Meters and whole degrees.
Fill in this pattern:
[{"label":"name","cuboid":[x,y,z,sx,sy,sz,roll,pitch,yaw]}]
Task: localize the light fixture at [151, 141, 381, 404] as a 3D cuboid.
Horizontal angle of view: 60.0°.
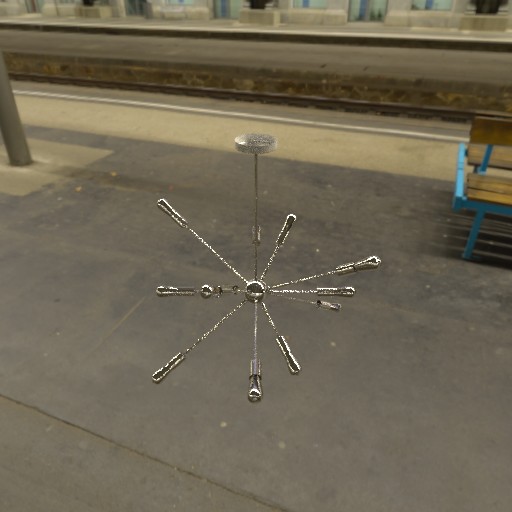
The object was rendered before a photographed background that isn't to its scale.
[{"label":"light fixture","cuboid":[0.000,0.000,1.052,0.509,0.558,0.684,0,32,0]}]
